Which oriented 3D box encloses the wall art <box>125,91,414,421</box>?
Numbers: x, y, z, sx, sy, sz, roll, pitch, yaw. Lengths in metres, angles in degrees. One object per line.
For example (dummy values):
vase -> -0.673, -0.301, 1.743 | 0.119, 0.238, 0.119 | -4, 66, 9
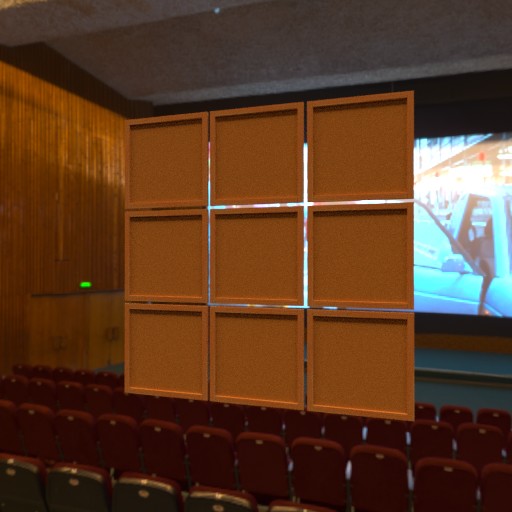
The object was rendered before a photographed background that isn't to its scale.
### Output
wall art -> 0.000, 0.000, 1.355 | 0.911, 0.910, 0.012 | 0, 0, 17
